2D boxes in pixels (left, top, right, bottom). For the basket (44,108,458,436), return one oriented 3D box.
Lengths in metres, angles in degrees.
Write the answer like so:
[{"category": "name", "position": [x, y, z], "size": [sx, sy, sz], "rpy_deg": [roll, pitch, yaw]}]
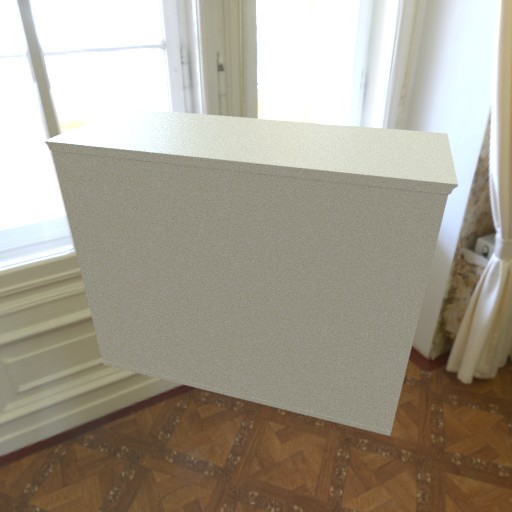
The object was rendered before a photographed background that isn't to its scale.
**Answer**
[{"category": "basket", "position": [0.000, 0.000, 1.123], "size": [0.792, 0.625, 0.376], "rpy_deg": [9, 32, 15]}]
